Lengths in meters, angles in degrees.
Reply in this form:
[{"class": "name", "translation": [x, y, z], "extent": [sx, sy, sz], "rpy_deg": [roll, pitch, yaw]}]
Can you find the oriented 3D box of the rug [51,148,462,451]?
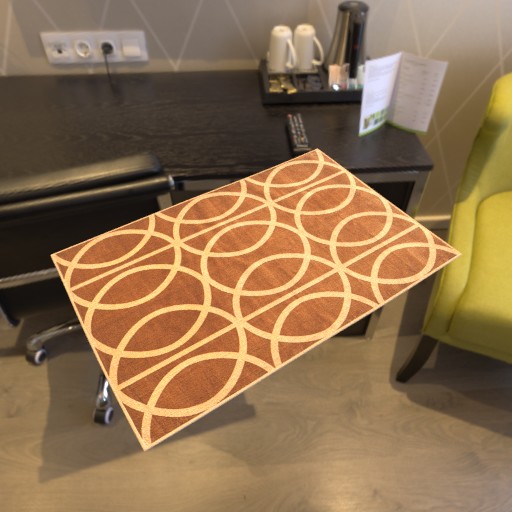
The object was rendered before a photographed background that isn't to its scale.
[{"class": "rug", "translation": [0.000, 0.000, 2.937], "extent": [2.290, 0.014, 1.526], "rpy_deg": [-26, 52, -23]}]
